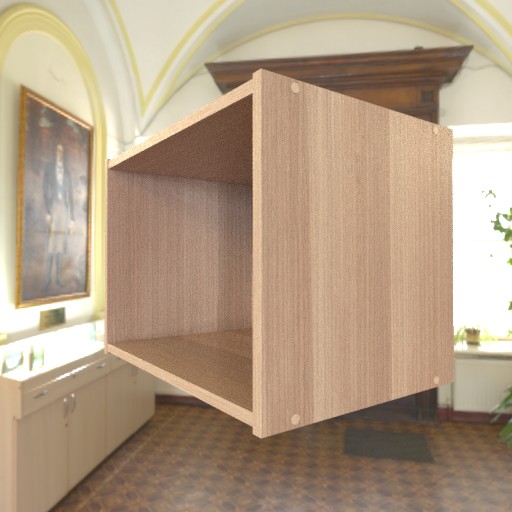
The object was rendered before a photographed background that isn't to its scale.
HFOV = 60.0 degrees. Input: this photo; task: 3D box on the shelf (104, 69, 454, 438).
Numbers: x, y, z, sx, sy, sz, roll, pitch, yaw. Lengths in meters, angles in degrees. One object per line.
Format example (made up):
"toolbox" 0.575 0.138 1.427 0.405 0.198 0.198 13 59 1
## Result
"shelf" 0.000 0.000 0.618 0.290 0.305 0.415 0 -1 -36
